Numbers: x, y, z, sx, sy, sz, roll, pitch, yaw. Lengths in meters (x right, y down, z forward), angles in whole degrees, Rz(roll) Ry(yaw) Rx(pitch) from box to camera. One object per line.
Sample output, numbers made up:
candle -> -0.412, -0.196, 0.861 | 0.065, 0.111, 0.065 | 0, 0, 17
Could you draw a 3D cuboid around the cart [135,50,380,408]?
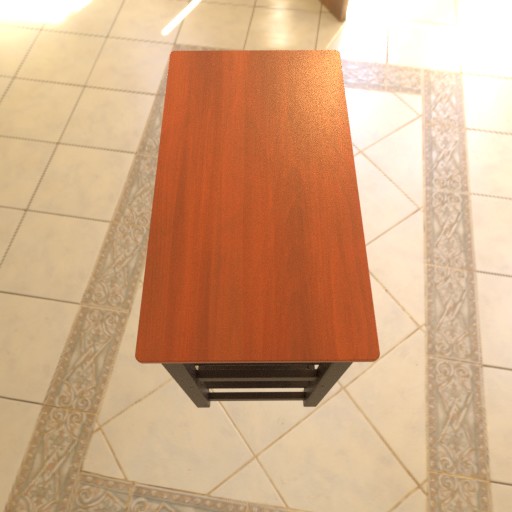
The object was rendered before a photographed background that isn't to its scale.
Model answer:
cart -> 0.000, 0.000, 1.435 | 0.457, 0.927, 0.899 | 0, 63, 0
